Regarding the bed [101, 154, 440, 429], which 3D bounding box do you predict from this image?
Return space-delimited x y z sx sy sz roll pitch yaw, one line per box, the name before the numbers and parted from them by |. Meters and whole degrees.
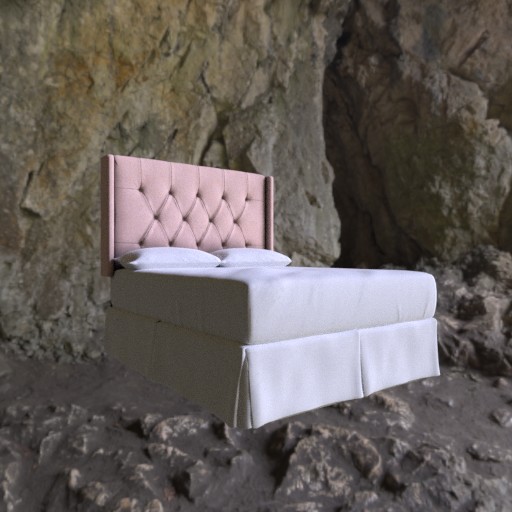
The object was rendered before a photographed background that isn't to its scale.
bed | 0.000 0.000 3.331 1.719 1.665 2.066 0 0 -37
